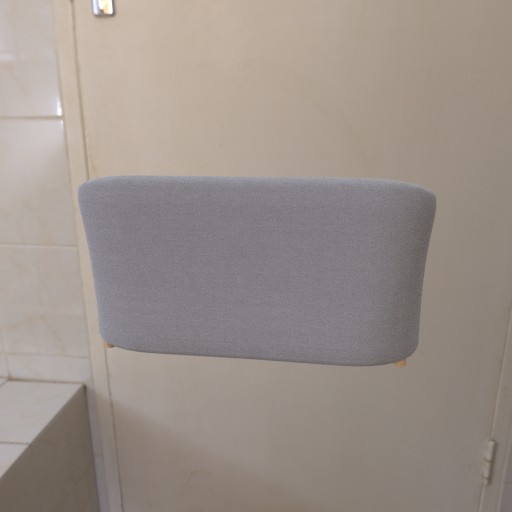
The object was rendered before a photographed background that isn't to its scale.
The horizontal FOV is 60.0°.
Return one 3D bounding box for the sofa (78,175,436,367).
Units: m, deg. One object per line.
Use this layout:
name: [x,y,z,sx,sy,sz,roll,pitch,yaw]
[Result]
sofa: [0.000,0.000,1.885,1.452,0.721,0.705,2,15,7]
